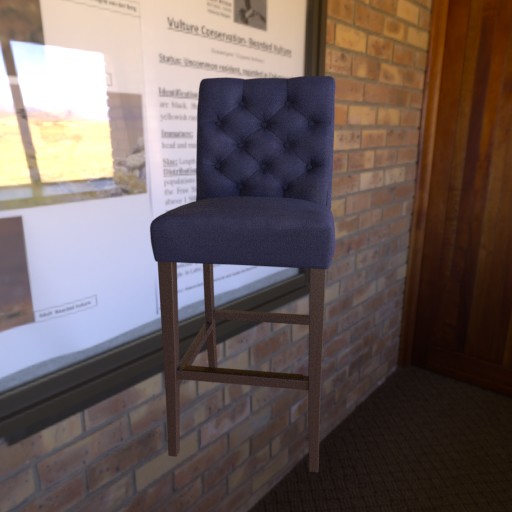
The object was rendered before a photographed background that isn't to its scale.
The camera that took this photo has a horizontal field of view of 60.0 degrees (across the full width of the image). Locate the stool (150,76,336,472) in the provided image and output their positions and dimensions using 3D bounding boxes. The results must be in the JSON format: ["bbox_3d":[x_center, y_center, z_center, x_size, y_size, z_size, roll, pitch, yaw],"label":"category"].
[{"bbox_3d":[0.000,0.000,1.442,0.493,1.140,0.601,2,16,8],"label":"stool"}]
